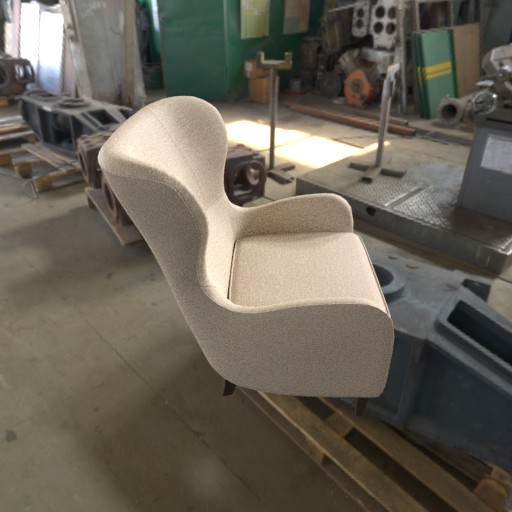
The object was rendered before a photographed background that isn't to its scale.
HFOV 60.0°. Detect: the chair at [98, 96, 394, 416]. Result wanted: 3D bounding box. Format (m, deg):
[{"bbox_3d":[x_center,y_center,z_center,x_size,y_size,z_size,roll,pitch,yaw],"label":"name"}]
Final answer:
[{"bbox_3d":[0.000,0.000,1.770,0.984,1.064,0.861,1,32,1],"label":"chair"}]
